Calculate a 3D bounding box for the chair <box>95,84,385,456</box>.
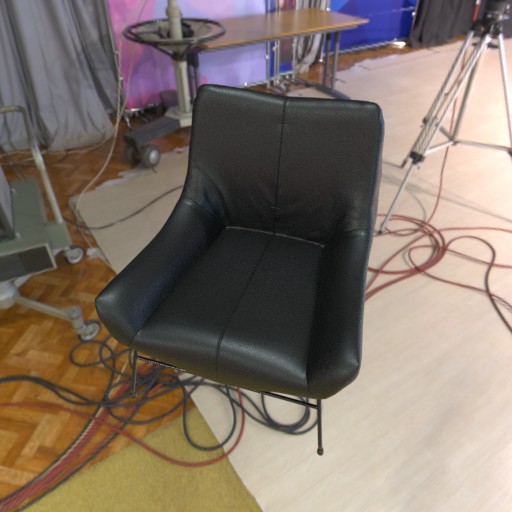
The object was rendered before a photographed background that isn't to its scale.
[{"bbox_3d":[0.000,0.000,1.583,0.836,0.922,0.826,12,42,13],"label":"chair"}]
